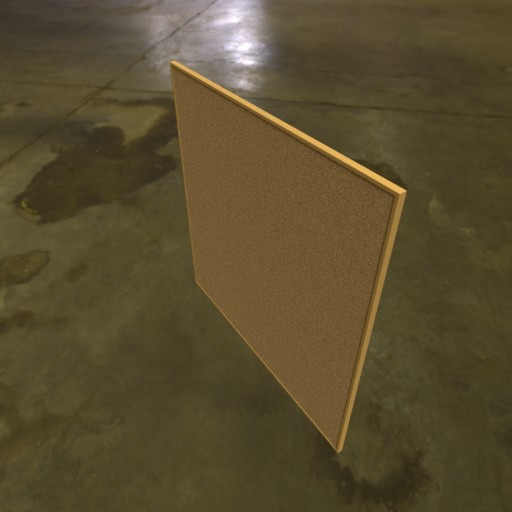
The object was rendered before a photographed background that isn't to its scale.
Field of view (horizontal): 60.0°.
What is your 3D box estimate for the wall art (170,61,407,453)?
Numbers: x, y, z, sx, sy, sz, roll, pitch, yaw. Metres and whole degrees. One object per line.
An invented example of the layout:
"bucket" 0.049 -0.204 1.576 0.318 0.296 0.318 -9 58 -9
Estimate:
"wall art" 0.000 0.000 0.968 0.014 0.655 0.657 -23 45 -25
